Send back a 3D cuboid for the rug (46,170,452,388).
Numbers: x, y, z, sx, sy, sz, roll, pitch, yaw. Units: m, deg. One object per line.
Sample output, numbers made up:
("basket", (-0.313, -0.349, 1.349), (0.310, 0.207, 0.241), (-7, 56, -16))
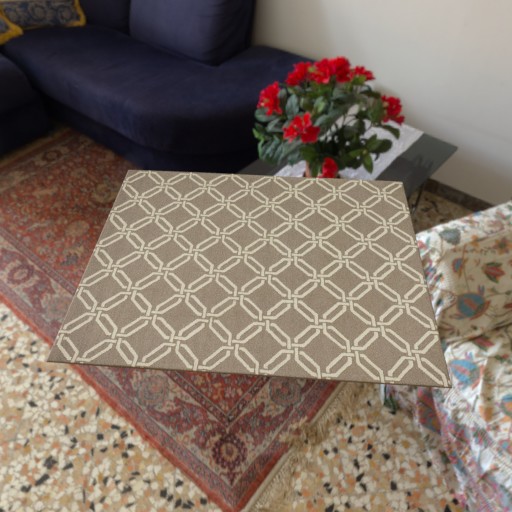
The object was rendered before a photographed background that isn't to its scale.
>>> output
("rug", (0.000, 0.000, 3.914), (2.895, 0.018, 2.288), (3, 48, 3))
